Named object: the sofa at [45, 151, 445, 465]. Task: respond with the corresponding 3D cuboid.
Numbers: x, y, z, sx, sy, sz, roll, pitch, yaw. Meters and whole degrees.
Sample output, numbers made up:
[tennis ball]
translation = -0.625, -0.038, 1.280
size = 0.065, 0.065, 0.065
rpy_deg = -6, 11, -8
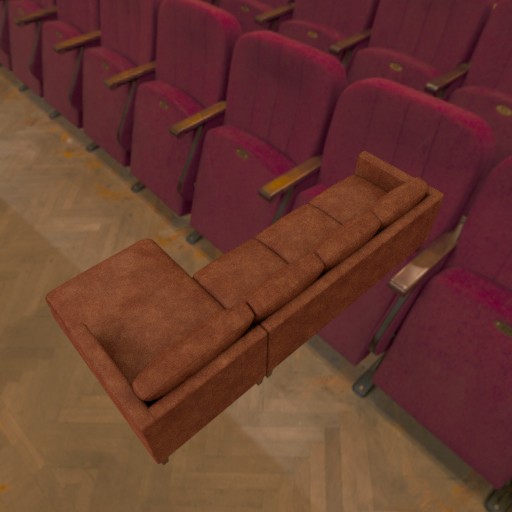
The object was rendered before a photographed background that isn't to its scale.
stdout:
[sofa]
translation = 0.000, 0.000, 3.904
size = 3.203, 0.883, 1.581
rpy_deg = -34, 56, -27
